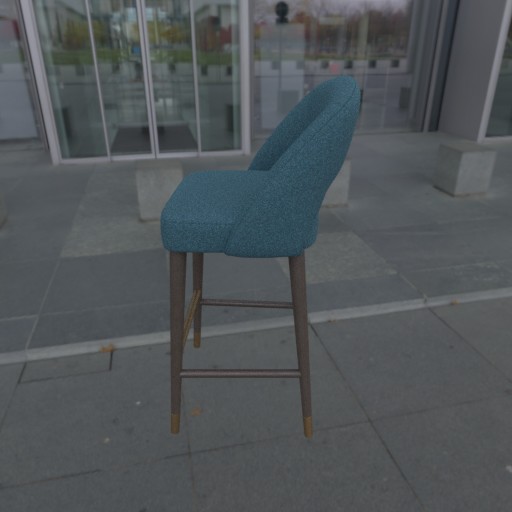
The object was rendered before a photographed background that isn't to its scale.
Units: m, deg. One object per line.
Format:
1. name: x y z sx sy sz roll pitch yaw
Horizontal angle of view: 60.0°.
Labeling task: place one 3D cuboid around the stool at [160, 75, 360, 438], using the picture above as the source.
1. stool: 0.000 0.000 1.369 0.522 1.032 0.536 1 26 2
